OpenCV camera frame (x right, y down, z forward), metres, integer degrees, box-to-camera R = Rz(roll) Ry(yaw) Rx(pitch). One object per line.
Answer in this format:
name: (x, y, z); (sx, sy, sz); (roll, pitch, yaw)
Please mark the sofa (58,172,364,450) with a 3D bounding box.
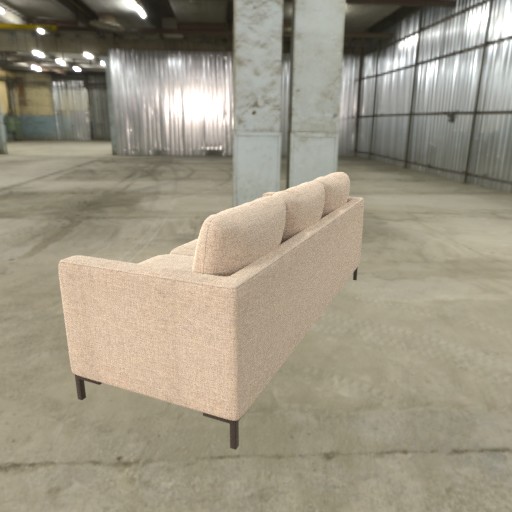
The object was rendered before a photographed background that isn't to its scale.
sofa: (0.000, 0.000, 2.691); (0.859, 0.874, 2.218); (7, 18, 23)
